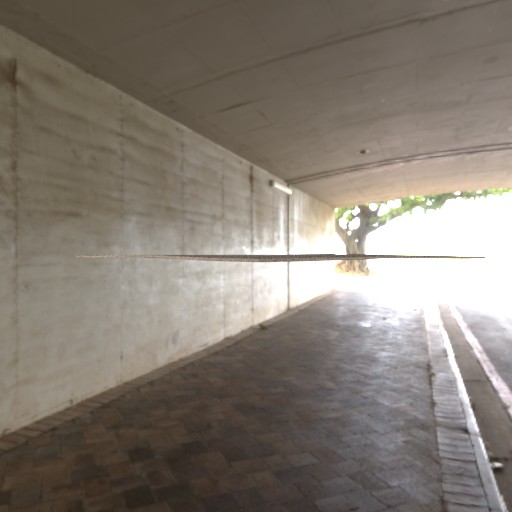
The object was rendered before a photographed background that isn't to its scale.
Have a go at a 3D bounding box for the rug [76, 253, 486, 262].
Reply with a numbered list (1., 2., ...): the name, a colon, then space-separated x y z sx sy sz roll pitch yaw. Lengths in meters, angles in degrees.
1. rug: 0.000 0.000 4.993 2.873 0.053 3.778 0 1 -37
